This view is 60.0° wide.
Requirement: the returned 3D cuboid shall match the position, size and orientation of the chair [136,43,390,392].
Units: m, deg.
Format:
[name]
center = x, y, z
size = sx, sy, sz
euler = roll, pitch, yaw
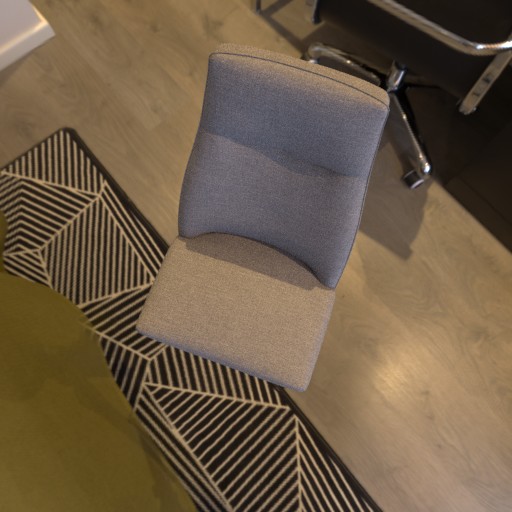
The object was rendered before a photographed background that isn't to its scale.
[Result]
[chair]
center = 0.000, 0.000, 1.247
size = 0.500, 0.930, 0.620
euler = 19, 76, 5
